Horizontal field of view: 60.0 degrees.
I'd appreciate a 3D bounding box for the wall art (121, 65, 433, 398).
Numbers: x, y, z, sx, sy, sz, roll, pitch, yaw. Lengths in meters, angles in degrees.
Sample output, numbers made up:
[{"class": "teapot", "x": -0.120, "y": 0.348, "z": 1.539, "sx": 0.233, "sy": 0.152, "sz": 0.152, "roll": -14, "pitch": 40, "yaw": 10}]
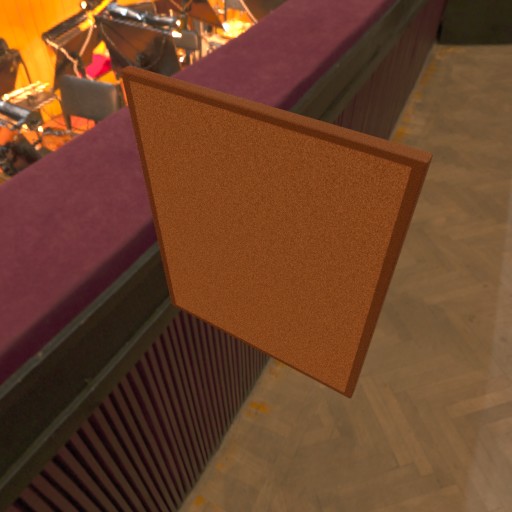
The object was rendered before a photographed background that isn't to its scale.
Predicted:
[{"class": "wall art", "x": 0.000, "y": 0.000, "z": 0.526, "sx": 0.310, "sy": 0.379, "sz": 0.015, "roll": 24, "pitch": 50, "yaw": 21}]
